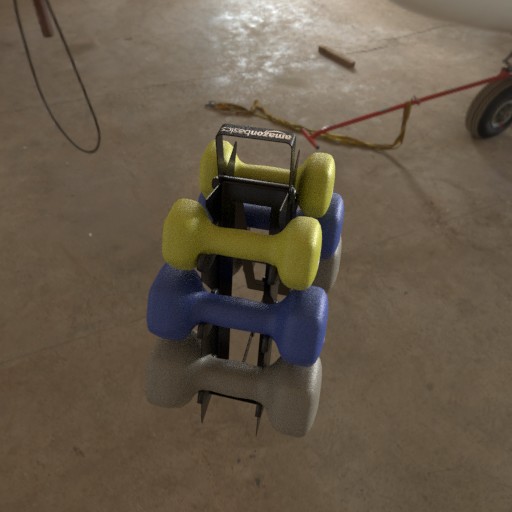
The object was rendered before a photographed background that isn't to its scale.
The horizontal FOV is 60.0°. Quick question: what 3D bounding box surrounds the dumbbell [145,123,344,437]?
[{"bbox_3d":[0.000,0.000,0.681,0.261,0.426,0.416,10,47,9],"label":"dumbbell"}]
